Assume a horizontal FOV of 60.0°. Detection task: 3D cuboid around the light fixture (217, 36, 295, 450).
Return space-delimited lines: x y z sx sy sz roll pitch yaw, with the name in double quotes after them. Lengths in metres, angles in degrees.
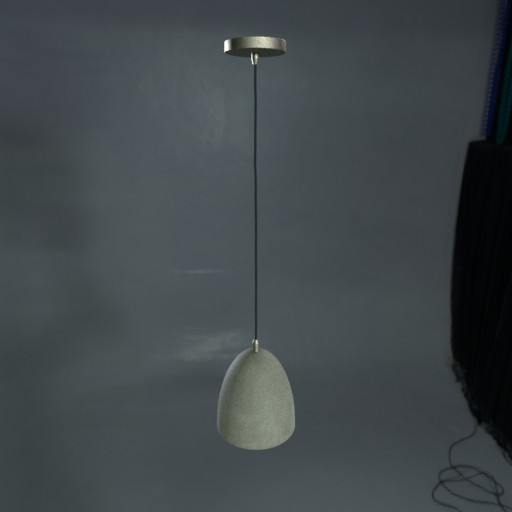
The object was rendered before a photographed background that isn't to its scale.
0.000 0.000 0.863 0.170 0.759 0.170 -3 16 -9 "light fixture"
